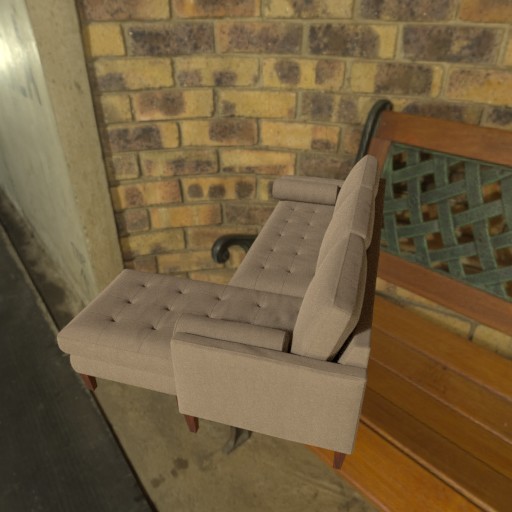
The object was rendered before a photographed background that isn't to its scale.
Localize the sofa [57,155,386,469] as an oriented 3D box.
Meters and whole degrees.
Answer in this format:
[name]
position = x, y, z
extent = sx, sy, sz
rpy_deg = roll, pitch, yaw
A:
[sofa]
position = 0.000, 0.000, 2.854
extent = 1.506, 0.875, 2.178
rpy_deg = 8, 31, 14
